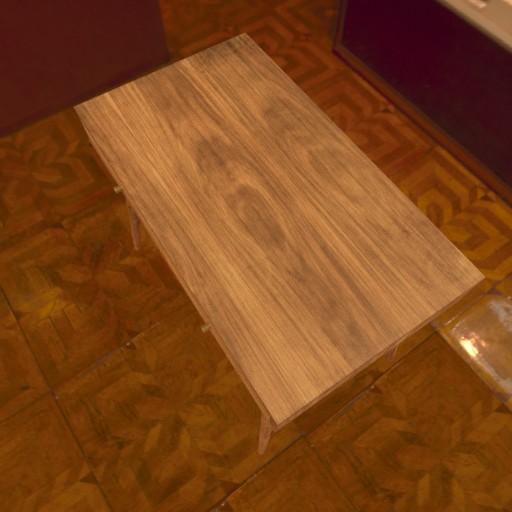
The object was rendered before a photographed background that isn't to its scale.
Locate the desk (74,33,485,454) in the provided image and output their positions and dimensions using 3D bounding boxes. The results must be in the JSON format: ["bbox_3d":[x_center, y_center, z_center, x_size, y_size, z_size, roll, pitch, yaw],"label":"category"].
[{"bbox_3d":[0.000,0.000,1.397,0.588,0.758,0.949,-30,67,-15],"label":"desk"}]
